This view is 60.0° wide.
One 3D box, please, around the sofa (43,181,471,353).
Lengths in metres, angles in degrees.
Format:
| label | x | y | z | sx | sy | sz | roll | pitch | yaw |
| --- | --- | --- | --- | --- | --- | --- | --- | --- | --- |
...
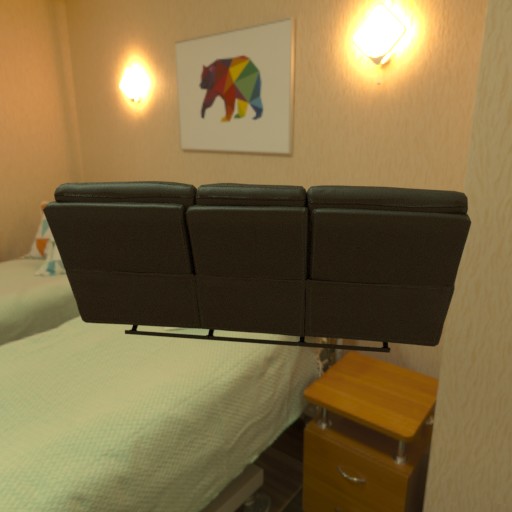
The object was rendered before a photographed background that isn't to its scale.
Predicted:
| label | x | y | z | sx | sy | sz | roll | pitch | yaw |
| --- | --- | --- | --- | --- | --- | --- | --- | --- | --- |
| sofa | 0.000 | 0.000 | 3.184 | 2.627 | 1.134 | 1.104 | 2 | 16 | 8 |
